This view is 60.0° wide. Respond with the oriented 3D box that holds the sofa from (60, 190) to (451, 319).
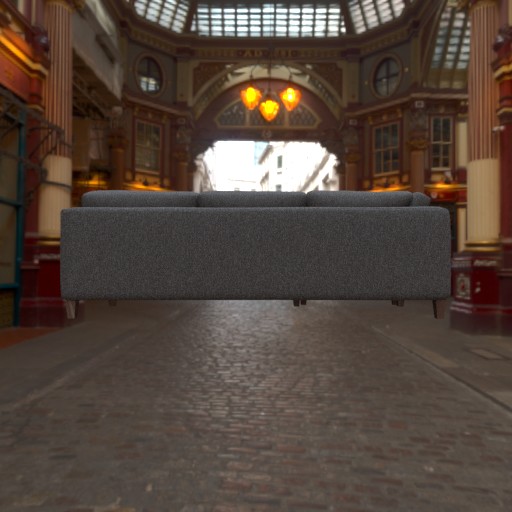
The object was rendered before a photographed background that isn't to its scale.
[{"bbox_3d":[0.000,0.000,4.425,2.551,0.853,3.238,0,-1,0],"label":"sofa"}]
